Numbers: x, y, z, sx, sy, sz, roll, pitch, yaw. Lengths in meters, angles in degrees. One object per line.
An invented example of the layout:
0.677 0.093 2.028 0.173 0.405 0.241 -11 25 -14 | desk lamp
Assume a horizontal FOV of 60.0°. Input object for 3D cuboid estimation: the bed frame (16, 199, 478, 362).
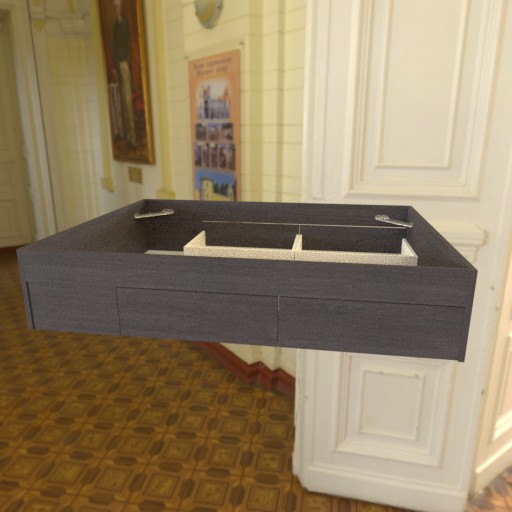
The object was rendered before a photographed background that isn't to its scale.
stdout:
0.000 0.000 2.579 1.944 0.459 1.448 3 17 9 | bed frame
